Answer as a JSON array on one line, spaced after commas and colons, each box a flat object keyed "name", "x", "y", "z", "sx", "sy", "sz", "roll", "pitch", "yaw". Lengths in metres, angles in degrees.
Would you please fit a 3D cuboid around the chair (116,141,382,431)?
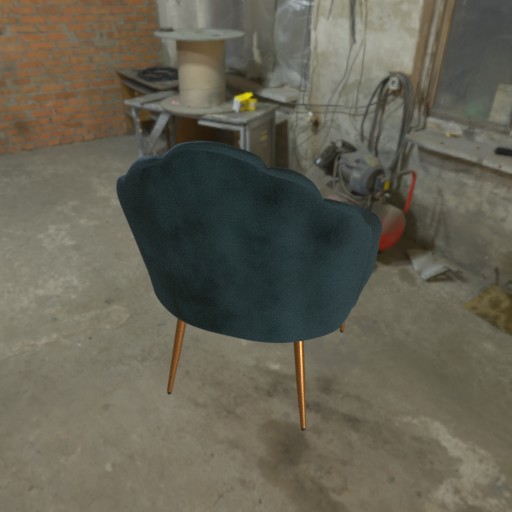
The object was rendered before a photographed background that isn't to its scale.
[{"name": "chair", "x": 0.000, "y": 0.000, "z": 1.262, "sx": 0.657, "sy": 0.819, "sz": 0.599, "roll": 10, "pitch": 33, "yaw": 15}]
